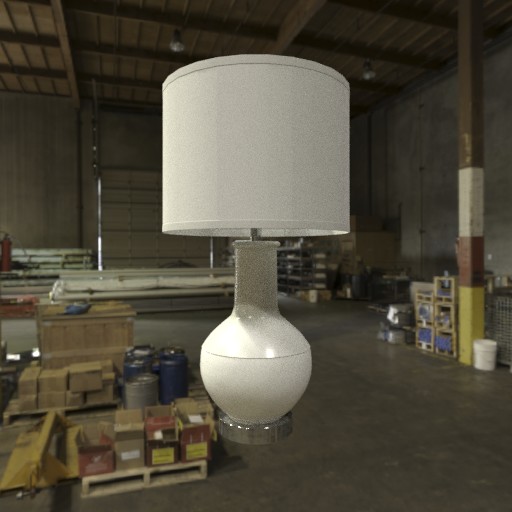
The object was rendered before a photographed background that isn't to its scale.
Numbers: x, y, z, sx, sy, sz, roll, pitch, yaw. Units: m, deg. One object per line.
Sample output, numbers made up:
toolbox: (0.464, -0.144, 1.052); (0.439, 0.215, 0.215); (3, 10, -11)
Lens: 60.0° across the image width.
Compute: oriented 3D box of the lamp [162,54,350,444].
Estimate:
lamp: (0.000, 0.000, 0.860); (0.357, 0.673, 0.357); (0, 0, -19)
